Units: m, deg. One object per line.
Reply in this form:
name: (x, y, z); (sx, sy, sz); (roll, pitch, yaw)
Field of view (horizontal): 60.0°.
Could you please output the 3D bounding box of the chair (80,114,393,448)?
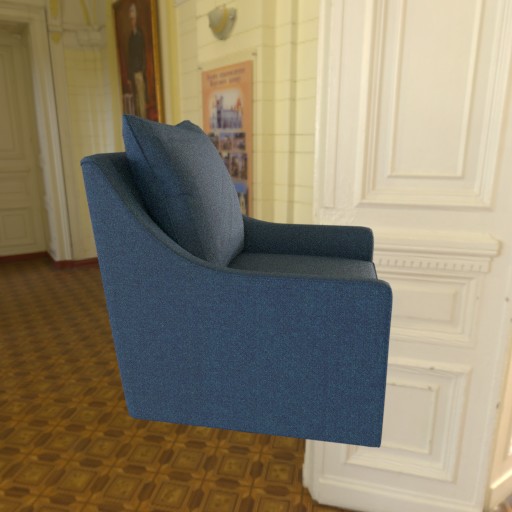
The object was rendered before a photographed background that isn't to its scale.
chair: (0.000, 0.000, 1.566); (0.870, 0.939, 0.750); (3, 15, 10)
